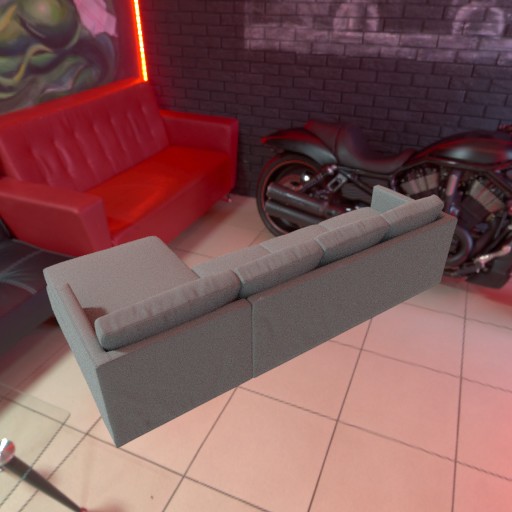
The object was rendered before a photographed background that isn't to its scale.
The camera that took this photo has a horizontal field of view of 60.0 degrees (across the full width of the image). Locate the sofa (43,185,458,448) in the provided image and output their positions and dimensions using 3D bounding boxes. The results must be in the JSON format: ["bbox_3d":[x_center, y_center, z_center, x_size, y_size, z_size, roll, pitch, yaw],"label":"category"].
[{"bbox_3d":[0.000,0.000,3.808,3.177,0.867,1.622,-20,37,-28],"label":"sofa"}]
